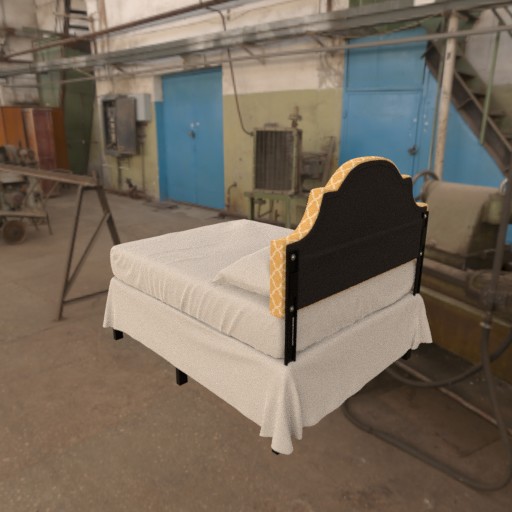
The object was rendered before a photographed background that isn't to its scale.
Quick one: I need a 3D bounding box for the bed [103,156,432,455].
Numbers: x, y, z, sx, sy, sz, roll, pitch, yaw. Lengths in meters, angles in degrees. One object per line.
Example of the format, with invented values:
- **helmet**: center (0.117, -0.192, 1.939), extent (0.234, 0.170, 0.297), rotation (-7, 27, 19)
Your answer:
- **bed**: center (0.000, 0.000, 3.487), extent (1.780, 1.633, 2.222), rotation (-16, 23, -42)
